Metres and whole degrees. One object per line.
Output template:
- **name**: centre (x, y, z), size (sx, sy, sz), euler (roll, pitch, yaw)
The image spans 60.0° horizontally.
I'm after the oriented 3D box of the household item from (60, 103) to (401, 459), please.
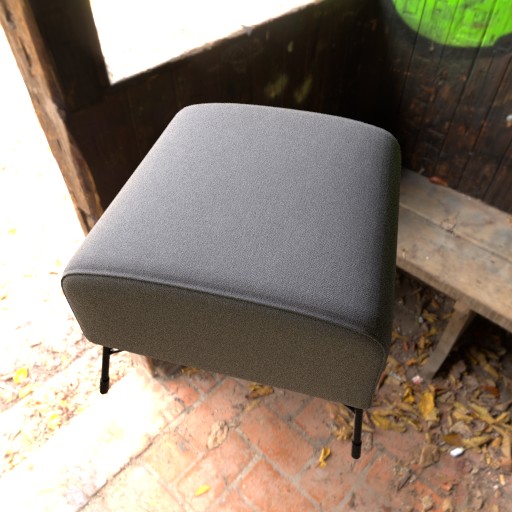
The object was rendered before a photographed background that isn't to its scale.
- **household item**: centre (0.000, 0.000, 0.884), size (0.530, 0.410, 0.530), euler (11, 48, 10)
